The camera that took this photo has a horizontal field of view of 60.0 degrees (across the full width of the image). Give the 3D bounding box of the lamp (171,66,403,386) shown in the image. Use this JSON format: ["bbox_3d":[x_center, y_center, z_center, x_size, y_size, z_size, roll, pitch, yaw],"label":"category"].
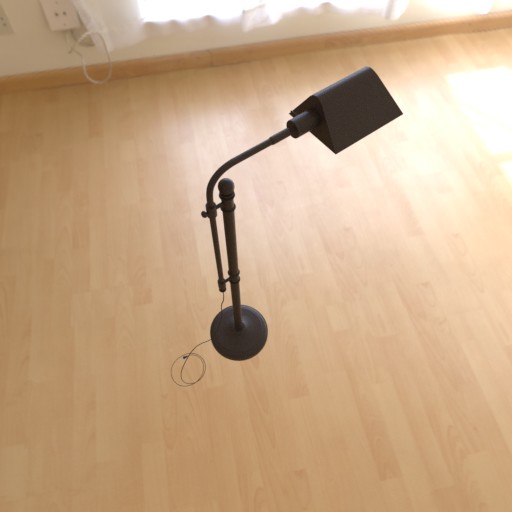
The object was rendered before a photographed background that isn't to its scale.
[{"bbox_3d":[0.000,0.000,0.942,0.545,0.708,0.159,-33,64,-18],"label":"lamp"}]
